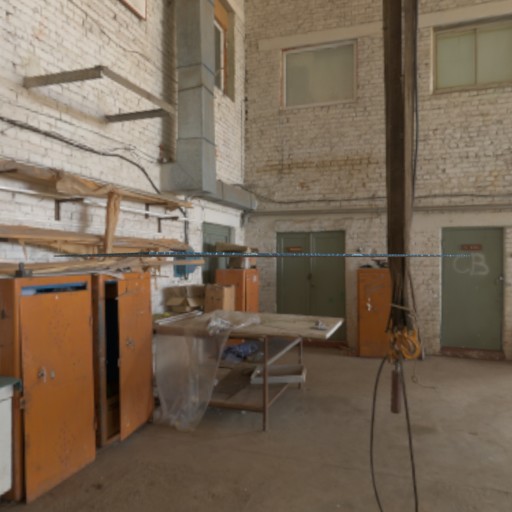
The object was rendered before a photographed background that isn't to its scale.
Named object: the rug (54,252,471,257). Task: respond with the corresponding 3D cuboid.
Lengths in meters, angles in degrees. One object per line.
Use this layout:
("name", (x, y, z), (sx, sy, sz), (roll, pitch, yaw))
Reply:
("rug", (0.000, 0.000, 4.125), (3.033, 0.012, 2.432), (0, -1, -35))
